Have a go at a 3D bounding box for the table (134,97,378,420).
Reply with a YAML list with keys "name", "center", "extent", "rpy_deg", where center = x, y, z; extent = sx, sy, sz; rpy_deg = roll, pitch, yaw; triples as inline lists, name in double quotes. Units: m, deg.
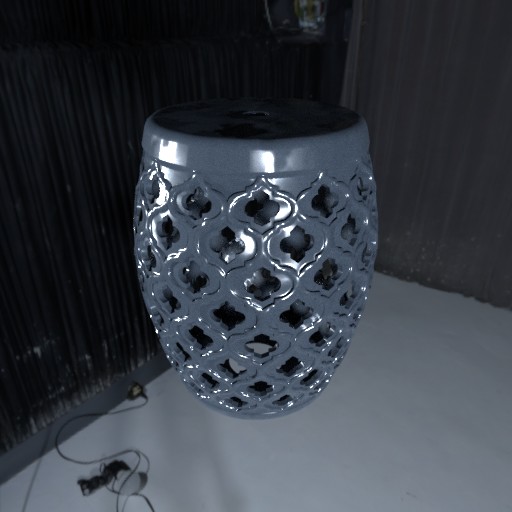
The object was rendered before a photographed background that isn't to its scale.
- name: "table"
  center: [0.000, 0.000, 0.623]
  extent: [0.325, 0.388, 0.325]
  rpy_deg: [0, 29, 0]
